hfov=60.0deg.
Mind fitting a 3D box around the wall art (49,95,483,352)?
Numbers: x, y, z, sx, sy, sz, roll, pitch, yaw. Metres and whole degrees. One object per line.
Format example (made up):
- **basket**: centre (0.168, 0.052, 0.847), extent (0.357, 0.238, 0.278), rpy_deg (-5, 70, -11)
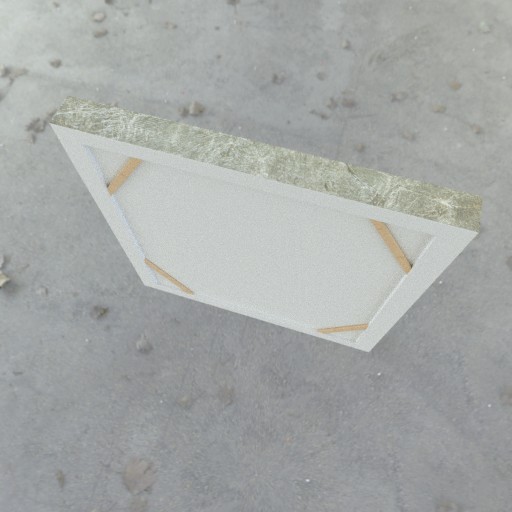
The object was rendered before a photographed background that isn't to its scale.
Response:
- **wall art**: centre (0.000, 0.000, 0.590), extent (0.405, 0.407, 0.038), rpy_deg (16, 65, 8)
